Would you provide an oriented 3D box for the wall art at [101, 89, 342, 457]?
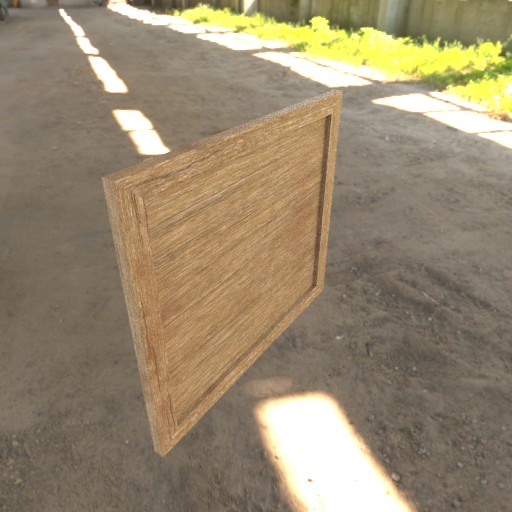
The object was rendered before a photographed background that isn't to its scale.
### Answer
[{"bbox_3d":[0.000,0.000,0.980,0.026,0.588,0.690,20,37,29],"label":"wall art"}]
